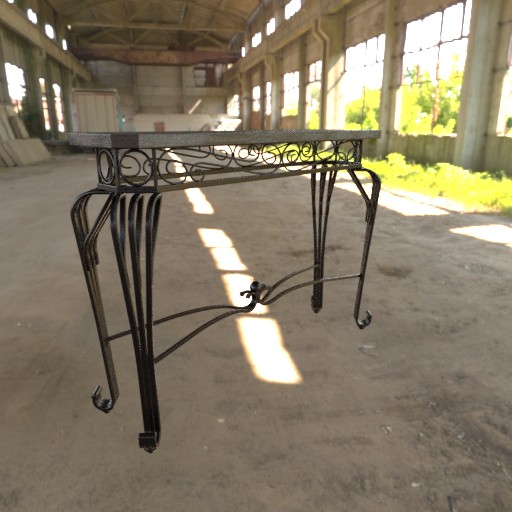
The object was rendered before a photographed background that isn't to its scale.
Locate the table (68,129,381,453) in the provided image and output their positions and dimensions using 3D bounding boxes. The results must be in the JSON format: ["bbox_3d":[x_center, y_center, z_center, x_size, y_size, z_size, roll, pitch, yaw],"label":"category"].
[{"bbox_3d":[0.000,0.000,1.474,0.329,0.800,1.112,16,23,42],"label":"table"}]
